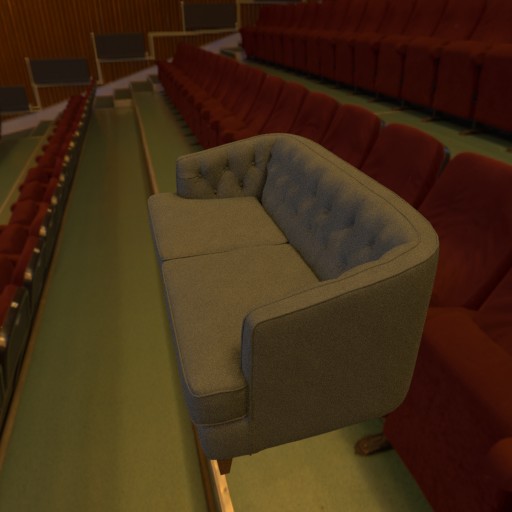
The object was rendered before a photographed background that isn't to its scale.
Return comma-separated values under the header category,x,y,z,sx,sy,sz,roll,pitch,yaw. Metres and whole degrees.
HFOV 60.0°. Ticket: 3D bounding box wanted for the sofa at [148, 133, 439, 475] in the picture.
category,x,y,z,sx,sy,sz,roll,pitch,yaw
sofa,0.000,0.000,2.176,0.941,0.855,1.733,-8,30,-14
